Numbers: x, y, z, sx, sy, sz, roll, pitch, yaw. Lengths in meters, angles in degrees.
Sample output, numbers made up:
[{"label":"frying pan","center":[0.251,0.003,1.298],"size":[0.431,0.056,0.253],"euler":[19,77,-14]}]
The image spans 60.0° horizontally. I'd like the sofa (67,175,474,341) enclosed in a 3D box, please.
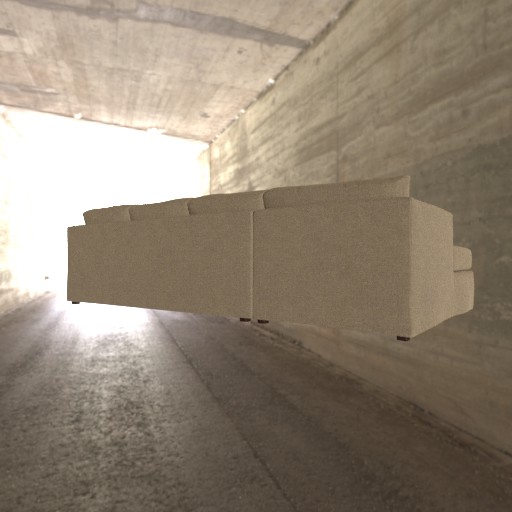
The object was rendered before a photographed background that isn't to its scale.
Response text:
[{"label":"sofa","center":[0.000,0.000,3.830],"size":[3.198,0.920,1.638],"euler":[0,-1,36]}]
